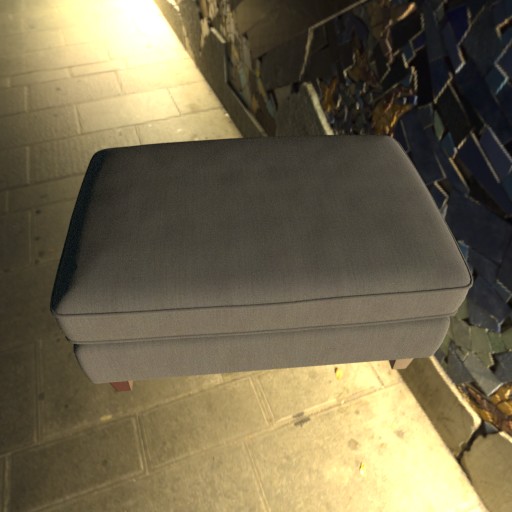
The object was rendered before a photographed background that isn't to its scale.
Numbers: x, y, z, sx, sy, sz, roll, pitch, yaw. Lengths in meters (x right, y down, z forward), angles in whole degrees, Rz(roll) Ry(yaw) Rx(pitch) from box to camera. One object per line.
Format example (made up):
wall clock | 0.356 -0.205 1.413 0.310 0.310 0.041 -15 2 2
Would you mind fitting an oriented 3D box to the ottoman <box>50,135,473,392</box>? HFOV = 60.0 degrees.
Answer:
ottoman | 0.000 0.000 1.284 0.941 0.480 0.636 -4 47 -3
